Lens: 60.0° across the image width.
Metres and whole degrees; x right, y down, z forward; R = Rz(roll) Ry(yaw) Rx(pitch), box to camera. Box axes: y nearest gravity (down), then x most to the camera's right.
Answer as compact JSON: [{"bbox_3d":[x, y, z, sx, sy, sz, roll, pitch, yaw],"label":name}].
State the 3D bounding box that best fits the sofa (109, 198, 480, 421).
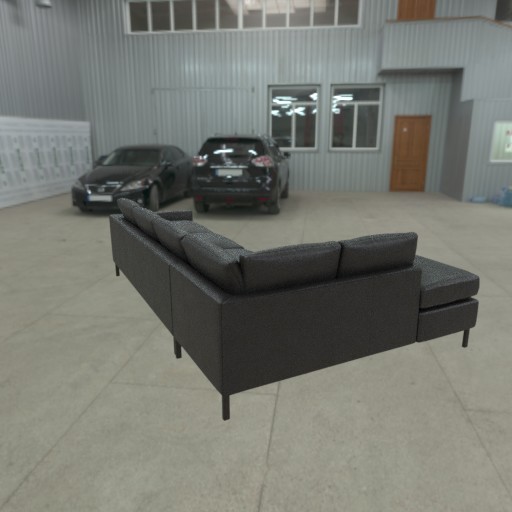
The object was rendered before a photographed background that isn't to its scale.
[{"bbox_3d":[0.000,0.000,3.866,1.938,0.877,2.984,-8,17,-27],"label":"sofa"}]
